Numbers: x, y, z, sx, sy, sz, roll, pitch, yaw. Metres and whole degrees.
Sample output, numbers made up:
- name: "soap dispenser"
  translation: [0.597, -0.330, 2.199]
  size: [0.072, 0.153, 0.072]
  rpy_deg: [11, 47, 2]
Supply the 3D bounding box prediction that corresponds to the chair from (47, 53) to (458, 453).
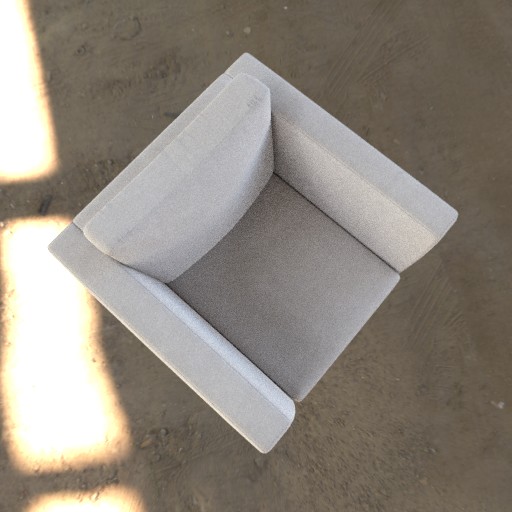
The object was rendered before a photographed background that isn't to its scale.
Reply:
- name: "chair"
  translation: [0.000, 0.000, 1.665]
  size: [0.930, 0.860, 1.000]
  rpy_deg: [40, 80, 9]
